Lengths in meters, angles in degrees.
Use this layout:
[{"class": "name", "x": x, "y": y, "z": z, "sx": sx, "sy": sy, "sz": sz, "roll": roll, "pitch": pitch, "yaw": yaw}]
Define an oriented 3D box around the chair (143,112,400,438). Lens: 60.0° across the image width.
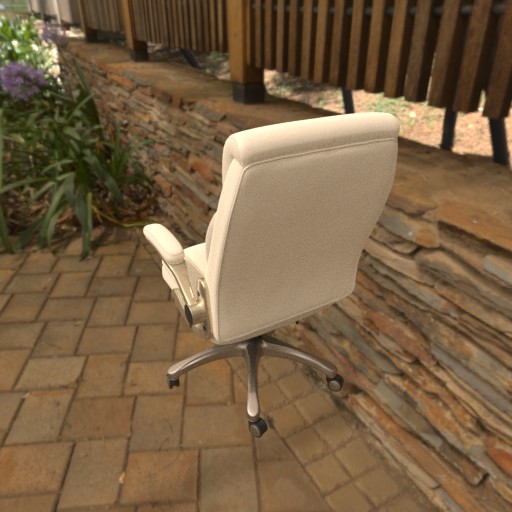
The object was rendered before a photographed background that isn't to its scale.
[{"class": "chair", "x": 0.000, "y": 0.000, "z": 1.631, "sx": 0.740, "sy": 1.110, "sz": 0.794, "roll": -18, "pitch": 34, "yaw": -29}]
